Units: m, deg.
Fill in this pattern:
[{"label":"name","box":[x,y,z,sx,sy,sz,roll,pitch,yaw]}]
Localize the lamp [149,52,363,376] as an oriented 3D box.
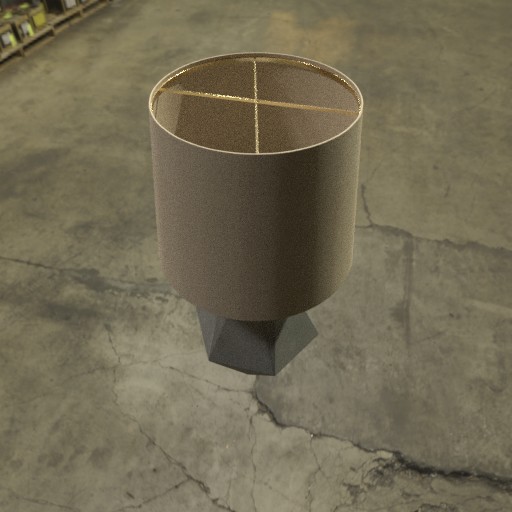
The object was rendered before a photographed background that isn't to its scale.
[{"label":"lamp","box":[0.000,0.000,0.658,0.276,0.501,0.276,0,46,0]}]
